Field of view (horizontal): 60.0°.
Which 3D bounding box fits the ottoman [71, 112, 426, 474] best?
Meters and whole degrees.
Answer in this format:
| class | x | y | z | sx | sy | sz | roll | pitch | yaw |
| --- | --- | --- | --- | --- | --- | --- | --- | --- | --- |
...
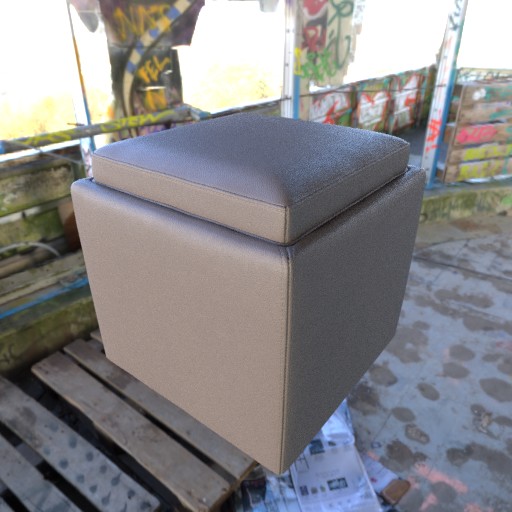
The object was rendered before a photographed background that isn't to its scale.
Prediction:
| class | x | y | z | sx | sy | sz | roll | pitch | yaw |
| --- | --- | --- | --- | --- | --- | --- | --- | --- | --- |
| ottoman | 0.000 | 0.000 | 0.827 | 0.451 | 0.460 | 0.450 | 20 | 34 | 33 |
